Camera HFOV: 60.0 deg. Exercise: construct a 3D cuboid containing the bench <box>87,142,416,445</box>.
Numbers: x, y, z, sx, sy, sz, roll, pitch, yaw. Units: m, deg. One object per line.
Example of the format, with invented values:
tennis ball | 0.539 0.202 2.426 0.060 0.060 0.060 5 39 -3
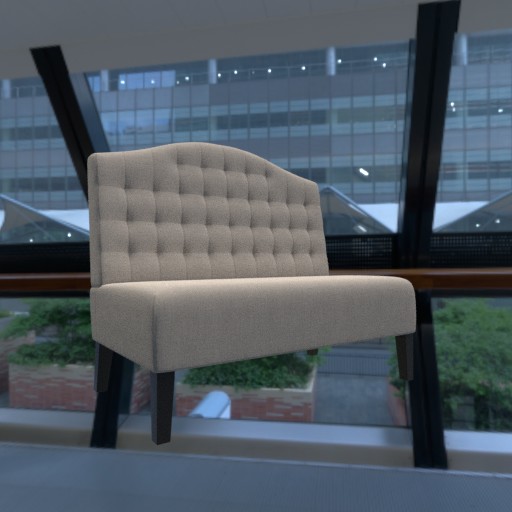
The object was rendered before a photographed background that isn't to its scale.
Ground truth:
bench | 0.000 0.000 2.063 1.335 1.180 0.815 0 0 -35
